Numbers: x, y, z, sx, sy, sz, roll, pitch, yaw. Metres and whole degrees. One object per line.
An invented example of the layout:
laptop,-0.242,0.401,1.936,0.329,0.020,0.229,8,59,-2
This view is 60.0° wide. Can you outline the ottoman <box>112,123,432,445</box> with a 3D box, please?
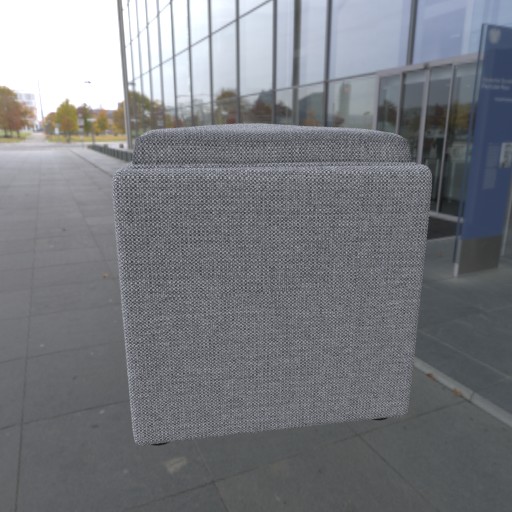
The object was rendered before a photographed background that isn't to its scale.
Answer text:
ottoman,0.000,0.000,0.853,0.454,0.487,0.436,-3,16,-9
